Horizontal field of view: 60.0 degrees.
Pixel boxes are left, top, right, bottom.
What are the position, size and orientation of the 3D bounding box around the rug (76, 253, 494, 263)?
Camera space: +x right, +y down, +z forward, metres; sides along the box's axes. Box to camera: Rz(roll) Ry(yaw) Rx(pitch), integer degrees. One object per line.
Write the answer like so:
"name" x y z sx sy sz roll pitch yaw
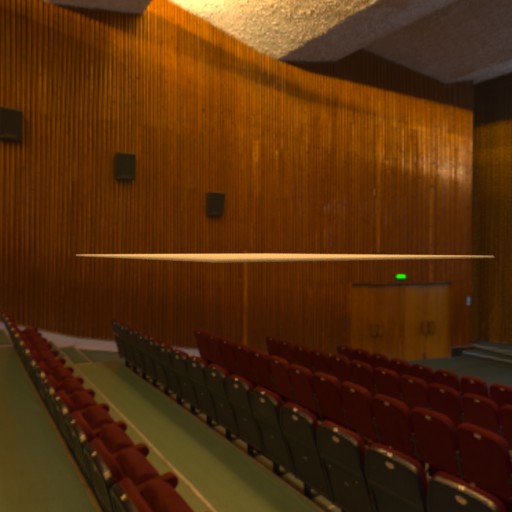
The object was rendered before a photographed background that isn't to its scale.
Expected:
"rug" 0.000 0.000 3.953 2.430 0.018 2.976 0 1 -34
